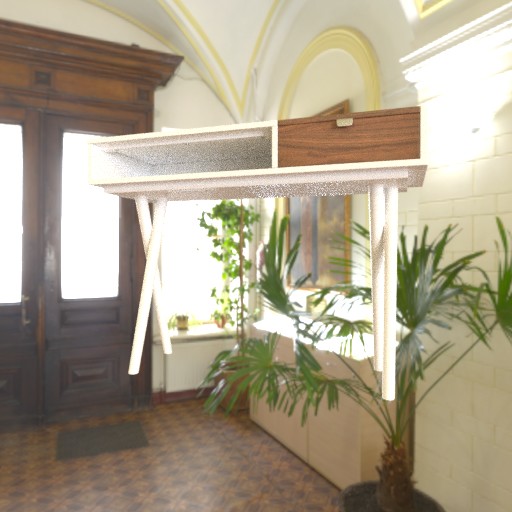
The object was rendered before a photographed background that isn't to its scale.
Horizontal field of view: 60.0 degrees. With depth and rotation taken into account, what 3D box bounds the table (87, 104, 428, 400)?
[{"bbox_3d":[0.000,0.000,1.497,1.066,0.785,0.418,0,0,19],"label":"table"}]
